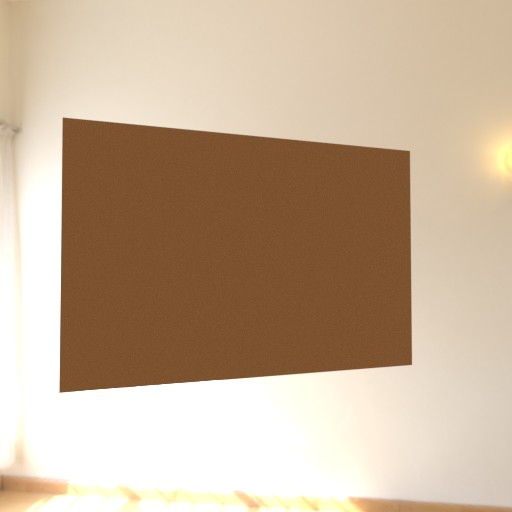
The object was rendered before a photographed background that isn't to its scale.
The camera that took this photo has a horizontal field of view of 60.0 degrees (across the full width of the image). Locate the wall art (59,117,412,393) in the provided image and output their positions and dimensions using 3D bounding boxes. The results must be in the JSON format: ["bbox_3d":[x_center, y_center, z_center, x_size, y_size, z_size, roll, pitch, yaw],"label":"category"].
[{"bbox_3d":[0.000,0.000,1.134,0.915,0.608,0.033,1,-2,-18],"label":"wall art"}]
